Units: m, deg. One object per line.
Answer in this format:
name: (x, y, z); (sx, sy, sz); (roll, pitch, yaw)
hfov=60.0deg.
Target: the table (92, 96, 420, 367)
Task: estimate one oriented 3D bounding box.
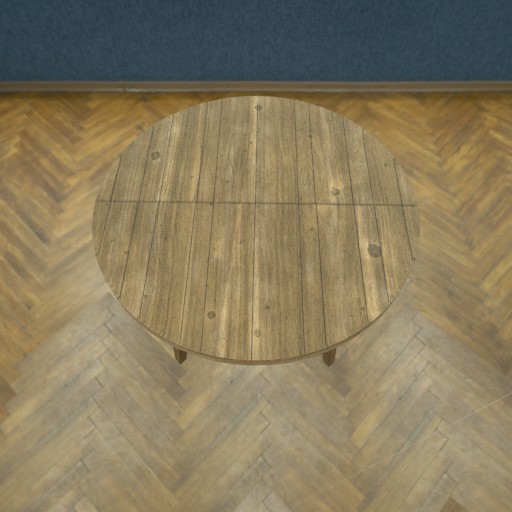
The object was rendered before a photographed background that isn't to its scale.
table: (0.000, 0.000, 1.996); (1.213, 0.764, 1.213); (0, 59, 0)
